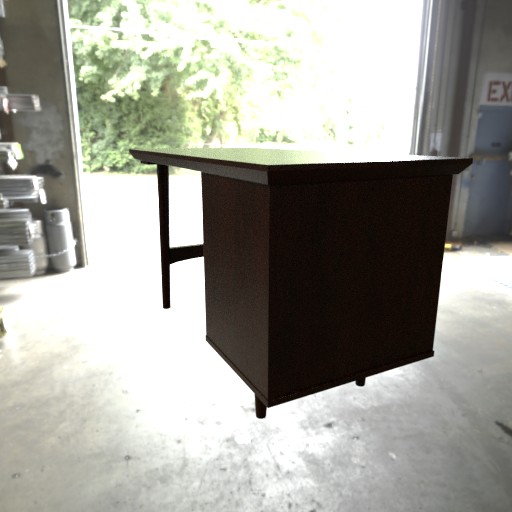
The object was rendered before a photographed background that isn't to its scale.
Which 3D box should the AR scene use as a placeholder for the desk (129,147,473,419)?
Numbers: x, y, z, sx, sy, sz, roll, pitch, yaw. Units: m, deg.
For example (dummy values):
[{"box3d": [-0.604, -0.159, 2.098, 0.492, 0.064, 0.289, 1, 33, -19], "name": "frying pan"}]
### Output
[{"box3d": [0.000, 0.000, 1.663, 0.612, 0.758, 1.277, -8, 17, -26], "name": "desk"}]
